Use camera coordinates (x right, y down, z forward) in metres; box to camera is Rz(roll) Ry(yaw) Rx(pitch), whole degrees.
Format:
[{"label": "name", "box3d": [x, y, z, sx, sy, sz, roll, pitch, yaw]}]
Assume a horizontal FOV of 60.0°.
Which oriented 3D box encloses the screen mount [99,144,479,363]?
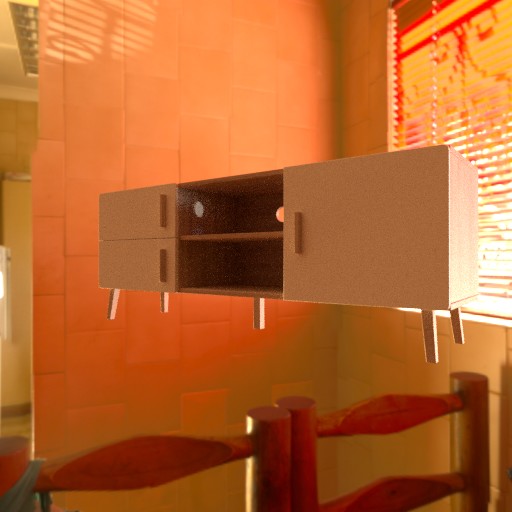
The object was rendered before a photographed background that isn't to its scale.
[{"label": "screen mount", "box3d": [0.000, 0.000, 1.726, 1.500, 0.570, 0.420, 0, 0, 36]}]
